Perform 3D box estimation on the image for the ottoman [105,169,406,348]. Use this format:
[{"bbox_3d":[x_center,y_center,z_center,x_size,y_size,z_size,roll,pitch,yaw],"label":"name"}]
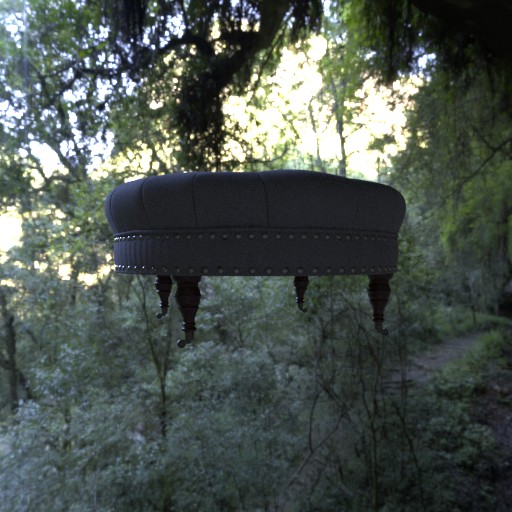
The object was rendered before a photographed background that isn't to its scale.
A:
[{"bbox_3d":[0.000,0.000,1.393,0.901,0.439,0.901,0,0,0],"label":"ottoman"}]
